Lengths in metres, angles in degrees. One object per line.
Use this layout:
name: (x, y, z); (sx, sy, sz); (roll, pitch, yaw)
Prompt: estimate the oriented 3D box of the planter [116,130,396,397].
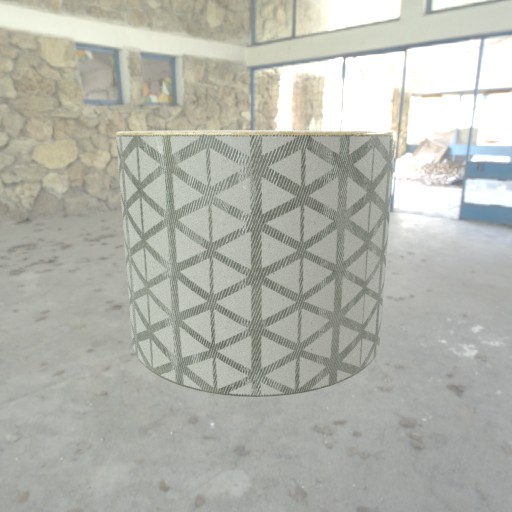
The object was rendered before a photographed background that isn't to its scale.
planter: (0.000, 0.000, 0.444); (0.250, 0.239, 0.250); (0, 15, 0)
